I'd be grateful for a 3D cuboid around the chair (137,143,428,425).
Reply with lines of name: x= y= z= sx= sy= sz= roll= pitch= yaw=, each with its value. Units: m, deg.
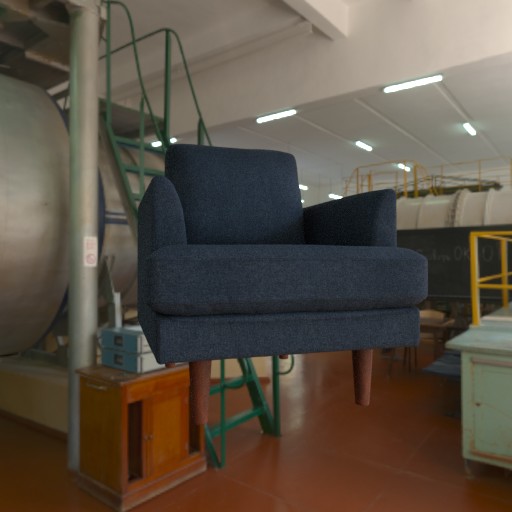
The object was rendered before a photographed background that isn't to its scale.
chair: x=0.000 y=0.000 z=1.652 sx=0.858 sy=0.957 sz=0.899 roll=0 pitch=-1 yaw=-18
